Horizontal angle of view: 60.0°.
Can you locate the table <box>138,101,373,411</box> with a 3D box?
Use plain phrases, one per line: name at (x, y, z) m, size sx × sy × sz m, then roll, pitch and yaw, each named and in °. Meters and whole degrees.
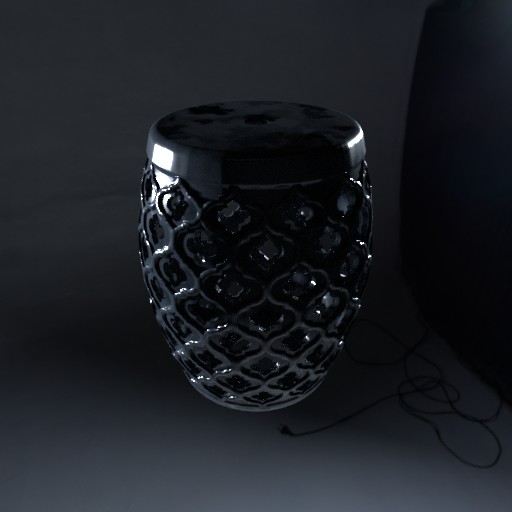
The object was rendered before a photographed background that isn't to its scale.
table at (0.000, 0.000, 0.648) m, size 0.325 × 0.388 × 0.325 m, roll 0°, pitch 31°, yaw 0°
